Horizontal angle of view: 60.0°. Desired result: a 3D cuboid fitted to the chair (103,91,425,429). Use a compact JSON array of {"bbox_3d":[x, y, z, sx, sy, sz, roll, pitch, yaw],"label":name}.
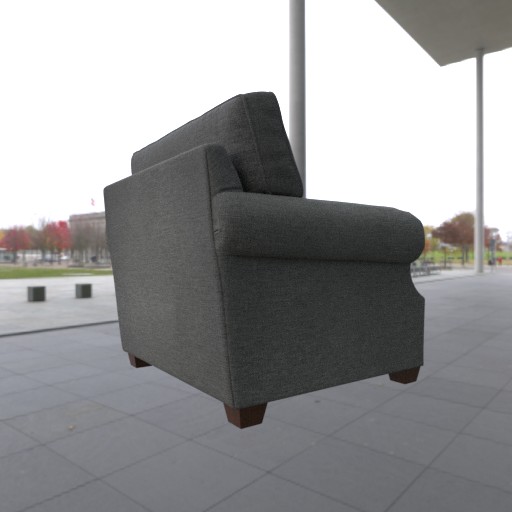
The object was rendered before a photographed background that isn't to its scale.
[{"bbox_3d":[0.000,0.000,1.799,0.965,0.961,1.092,0,0,-35],"label":"chair"}]
